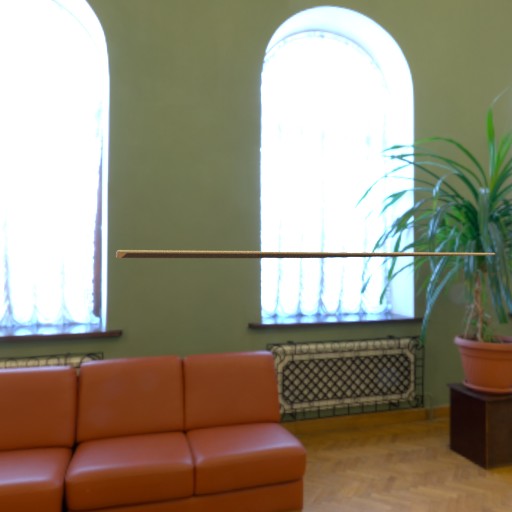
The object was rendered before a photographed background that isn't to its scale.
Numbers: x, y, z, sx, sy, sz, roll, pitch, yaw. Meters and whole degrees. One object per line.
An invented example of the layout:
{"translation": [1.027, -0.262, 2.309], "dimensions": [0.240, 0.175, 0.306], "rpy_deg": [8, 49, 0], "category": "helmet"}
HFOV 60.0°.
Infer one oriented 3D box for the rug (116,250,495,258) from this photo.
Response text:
{"translation": [0.000, 0.000, 4.028], "dimensions": [2.423, 0.019, 3.009], "rpy_deg": [0, -1, -18], "category": "rug"}
